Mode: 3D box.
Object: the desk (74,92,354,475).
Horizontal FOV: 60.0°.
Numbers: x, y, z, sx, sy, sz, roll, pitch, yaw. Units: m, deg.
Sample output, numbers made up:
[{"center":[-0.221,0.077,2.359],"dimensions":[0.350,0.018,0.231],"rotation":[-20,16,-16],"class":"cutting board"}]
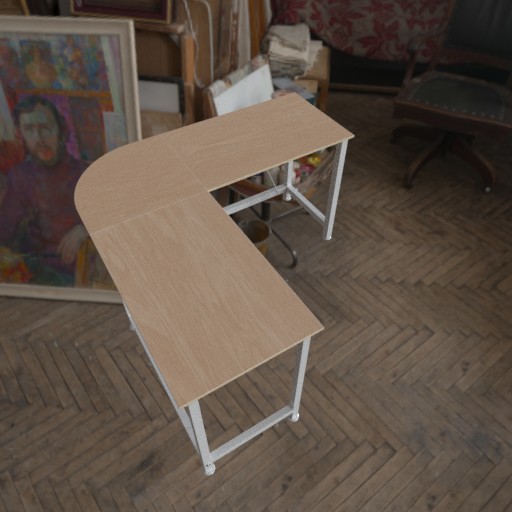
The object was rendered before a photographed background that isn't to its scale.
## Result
[{"center":[0.000,0.000,2.247],"dimensions":[1.400,0.762,1.400],"rotation":[-24,52,-21],"class":"desk"}]
